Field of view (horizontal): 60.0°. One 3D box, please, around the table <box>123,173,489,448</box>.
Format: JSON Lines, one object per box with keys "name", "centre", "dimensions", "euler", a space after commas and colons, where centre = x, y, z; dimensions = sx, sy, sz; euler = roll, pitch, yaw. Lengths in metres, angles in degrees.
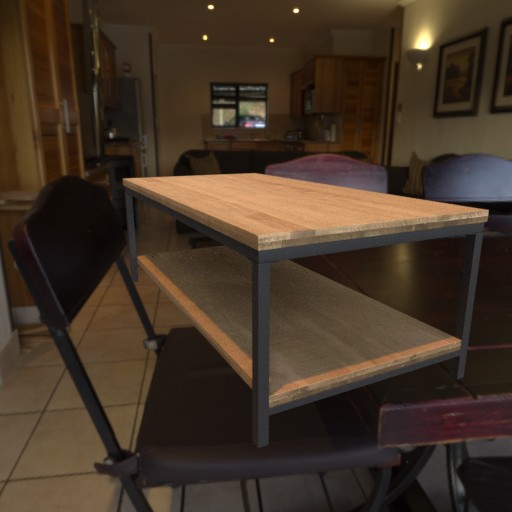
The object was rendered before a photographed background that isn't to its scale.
{"name": "table", "centre": [0.000, 0.000, 1.346], "dimensions": [0.551, 0.399, 1.100], "euler": [-8, 17, -26]}
